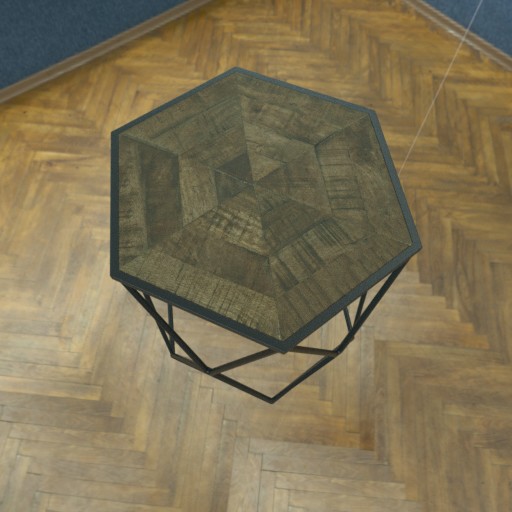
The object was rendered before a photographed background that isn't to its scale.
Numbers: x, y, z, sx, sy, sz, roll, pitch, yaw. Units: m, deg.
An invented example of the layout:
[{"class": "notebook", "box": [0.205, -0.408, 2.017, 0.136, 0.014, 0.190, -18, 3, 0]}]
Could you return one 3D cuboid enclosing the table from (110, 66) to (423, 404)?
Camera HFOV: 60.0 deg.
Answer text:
[{"class": "table", "box": [0.000, 0.000, 1.030, 0.578, 0.564, 0.579, -34, 69, -15]}]
